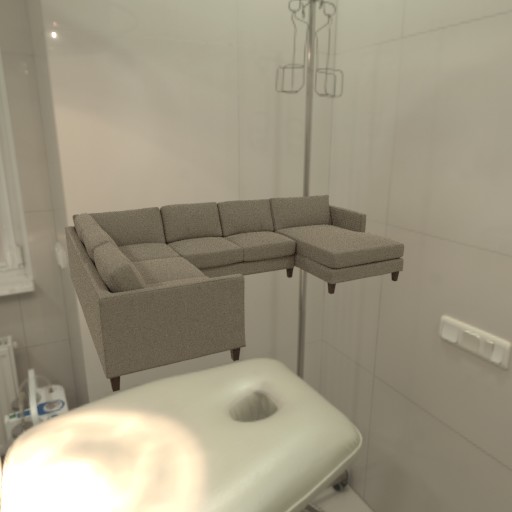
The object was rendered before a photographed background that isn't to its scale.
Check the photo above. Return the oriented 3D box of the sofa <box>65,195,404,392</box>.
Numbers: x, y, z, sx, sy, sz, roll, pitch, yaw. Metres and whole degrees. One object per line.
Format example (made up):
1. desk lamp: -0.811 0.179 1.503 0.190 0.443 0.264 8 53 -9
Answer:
1. sofa: 0.000 0.000 4.588 3.438 0.865 2.424 -8 18 -26
